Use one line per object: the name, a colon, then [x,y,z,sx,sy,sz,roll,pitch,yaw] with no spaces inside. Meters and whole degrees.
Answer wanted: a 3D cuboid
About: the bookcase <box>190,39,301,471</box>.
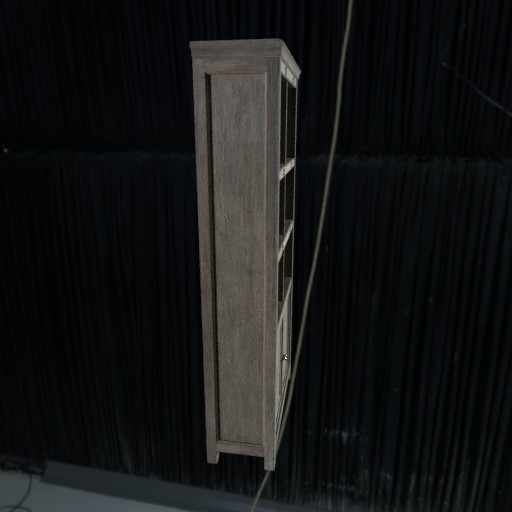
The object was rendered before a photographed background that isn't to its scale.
bookcase: [0.000,0.000,2.282,0.348,1.880,0.906,3,17,9]
